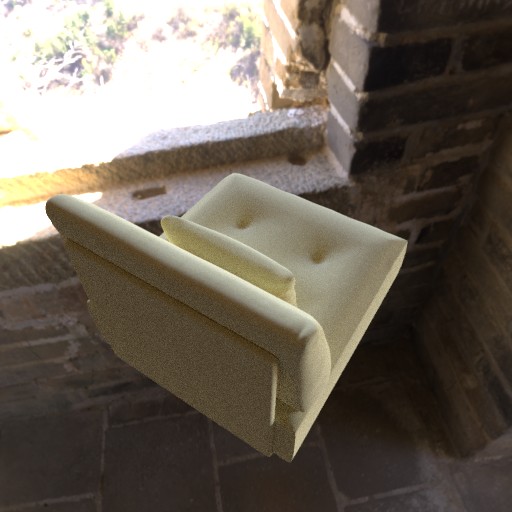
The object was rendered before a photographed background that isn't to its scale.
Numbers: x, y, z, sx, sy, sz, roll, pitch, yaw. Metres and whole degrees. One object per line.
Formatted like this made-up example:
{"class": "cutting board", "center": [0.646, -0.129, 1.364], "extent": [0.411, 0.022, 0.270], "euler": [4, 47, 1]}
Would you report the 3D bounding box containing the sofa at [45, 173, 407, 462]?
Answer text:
{"class": "sofa", "center": [0.000, 0.000, 1.704], "extent": [0.930, 0.820, 1.000], "euler": [26, 53, 21]}
